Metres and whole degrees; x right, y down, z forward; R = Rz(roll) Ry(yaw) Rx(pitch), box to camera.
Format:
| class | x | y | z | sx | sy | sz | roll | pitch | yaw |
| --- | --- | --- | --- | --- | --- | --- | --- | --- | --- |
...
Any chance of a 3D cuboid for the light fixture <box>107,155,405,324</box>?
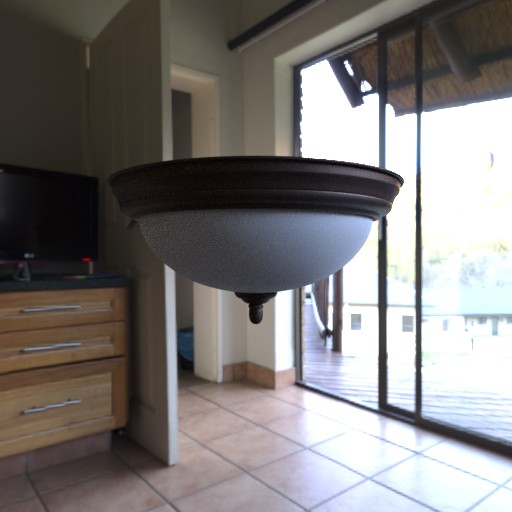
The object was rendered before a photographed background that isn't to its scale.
| class | x | y | z | sx | sy | sz | roll | pitch | yaw |
| --- | --- | --- | --- | --- | --- | --- | --- | --- | --- |
| light fixture | 0.000 | 0.000 | 0.439 | 0.280 | 0.135 | 0.280 | 0 | 0 | 0 |
